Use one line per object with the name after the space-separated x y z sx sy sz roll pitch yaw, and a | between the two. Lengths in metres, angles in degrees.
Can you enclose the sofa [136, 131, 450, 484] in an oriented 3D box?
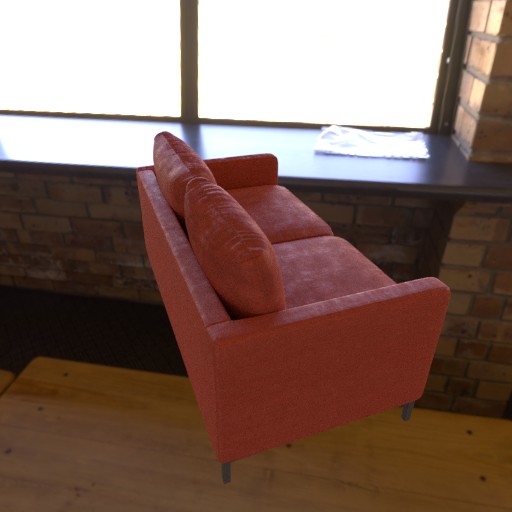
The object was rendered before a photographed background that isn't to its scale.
0.000 0.000 2.089 0.864 0.896 1.574 -11 32 -18 | sofa
